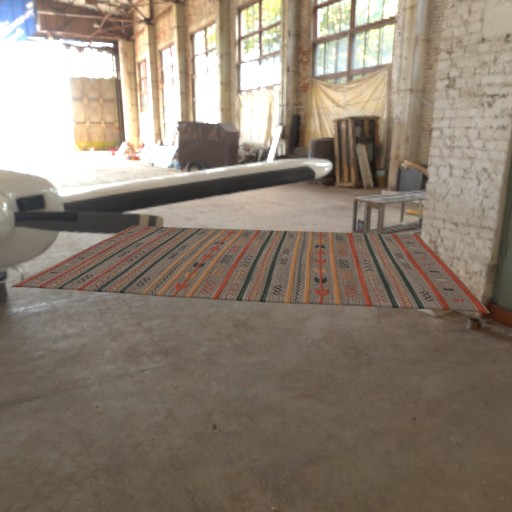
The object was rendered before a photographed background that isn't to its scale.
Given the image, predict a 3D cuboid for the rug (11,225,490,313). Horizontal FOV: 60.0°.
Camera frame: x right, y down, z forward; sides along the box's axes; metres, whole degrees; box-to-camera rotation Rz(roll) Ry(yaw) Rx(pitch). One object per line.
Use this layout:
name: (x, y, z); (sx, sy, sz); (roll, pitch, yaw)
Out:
rug: (0.000, 0.000, 2.252); (1.835, 0.017, 1.220); (2, 16, 8)
